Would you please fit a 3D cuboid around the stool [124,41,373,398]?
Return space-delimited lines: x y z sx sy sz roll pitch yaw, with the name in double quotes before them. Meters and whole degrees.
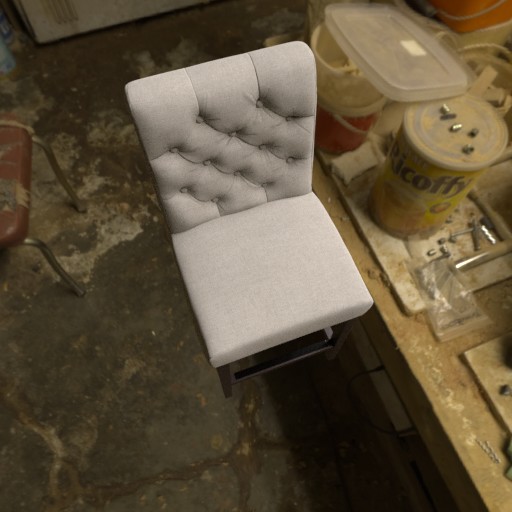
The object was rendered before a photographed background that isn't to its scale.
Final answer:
"stool" 0.000 0.000 1.390 0.493 1.040 0.601 -18 64 -9
